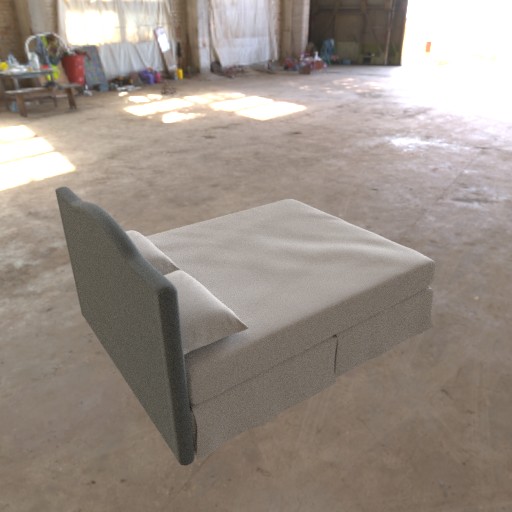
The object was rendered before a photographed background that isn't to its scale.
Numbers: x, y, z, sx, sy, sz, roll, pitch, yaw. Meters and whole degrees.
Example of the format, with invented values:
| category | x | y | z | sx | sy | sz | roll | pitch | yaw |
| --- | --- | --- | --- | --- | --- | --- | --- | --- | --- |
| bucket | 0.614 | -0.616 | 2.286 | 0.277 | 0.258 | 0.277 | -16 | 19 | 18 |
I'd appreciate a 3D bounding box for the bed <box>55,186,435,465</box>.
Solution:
| category | x | y | z | sx | sy | sz | roll | pitch | yaw |
| --- | --- | --- | --- | --- | --- | --- | --- | --- | --- |
| bed | 0.000 | 0.000 | 3.964 | 2.689 | 1.457 | 2.161 | -19 | 33 | -31 |
